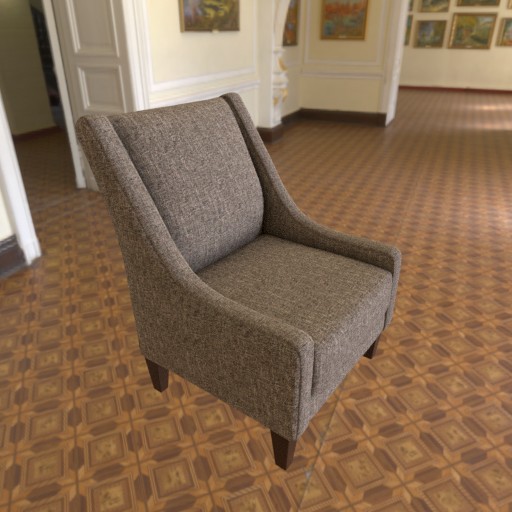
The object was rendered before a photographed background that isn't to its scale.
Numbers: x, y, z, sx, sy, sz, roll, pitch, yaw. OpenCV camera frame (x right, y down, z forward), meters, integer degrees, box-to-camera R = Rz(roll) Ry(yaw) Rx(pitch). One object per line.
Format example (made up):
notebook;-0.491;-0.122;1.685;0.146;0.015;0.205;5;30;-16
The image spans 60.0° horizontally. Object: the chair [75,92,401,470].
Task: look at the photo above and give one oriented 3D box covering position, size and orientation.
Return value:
chair;0.000;0.000;1.623;0.870;1.014;0.774;18;32;32
